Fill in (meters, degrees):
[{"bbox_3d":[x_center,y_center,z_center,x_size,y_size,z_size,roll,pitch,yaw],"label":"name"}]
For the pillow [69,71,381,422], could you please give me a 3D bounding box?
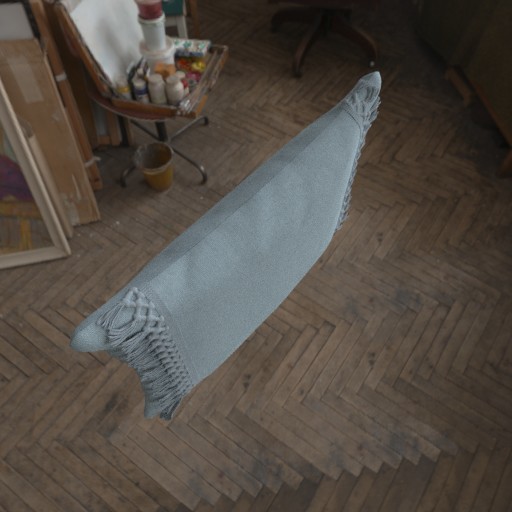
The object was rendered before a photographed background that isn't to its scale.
[{"bbox_3d":[0.000,0.000,0.578,0.084,0.305,0.466,37,65,20],"label":"pillow"}]
